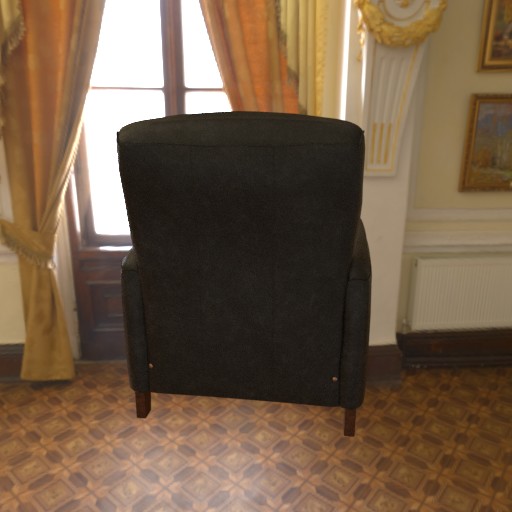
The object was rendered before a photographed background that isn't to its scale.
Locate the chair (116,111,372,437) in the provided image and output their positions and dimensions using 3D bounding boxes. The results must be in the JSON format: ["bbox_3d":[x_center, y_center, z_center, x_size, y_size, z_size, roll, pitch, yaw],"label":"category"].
[{"bbox_3d":[0.000,0.000,1.695,0.848,1.014,0.864,2,15,8],"label":"chair"}]
